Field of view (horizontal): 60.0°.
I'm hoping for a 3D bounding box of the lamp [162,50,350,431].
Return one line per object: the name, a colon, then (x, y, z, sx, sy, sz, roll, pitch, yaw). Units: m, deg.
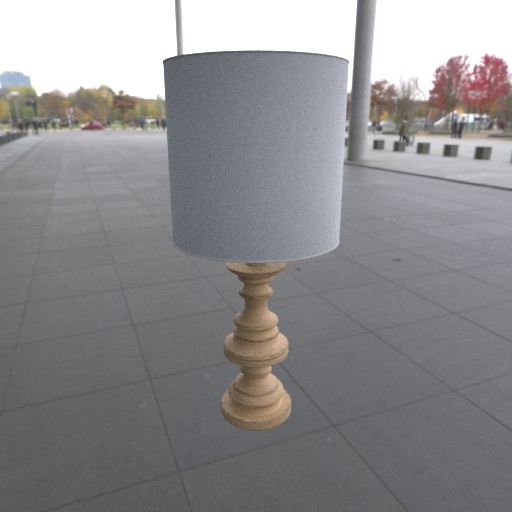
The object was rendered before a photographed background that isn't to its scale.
lamp: (0.000, 0.000, 0.569, 0.208, 0.455, 0.208, -2, 17, -7)
